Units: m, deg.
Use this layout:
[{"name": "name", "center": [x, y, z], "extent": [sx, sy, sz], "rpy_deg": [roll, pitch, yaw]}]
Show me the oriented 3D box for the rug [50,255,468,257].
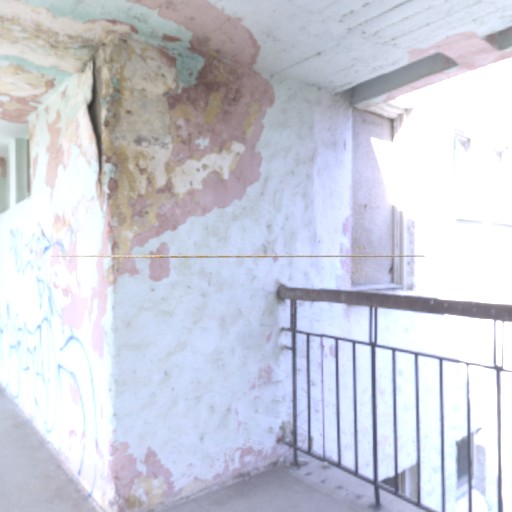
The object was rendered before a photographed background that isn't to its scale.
[{"name": "rug", "center": [0.000, 0.000, 4.114], "extent": [3.037, 0.011, 2.433], "rpy_deg": [0, 0, -37]}]
